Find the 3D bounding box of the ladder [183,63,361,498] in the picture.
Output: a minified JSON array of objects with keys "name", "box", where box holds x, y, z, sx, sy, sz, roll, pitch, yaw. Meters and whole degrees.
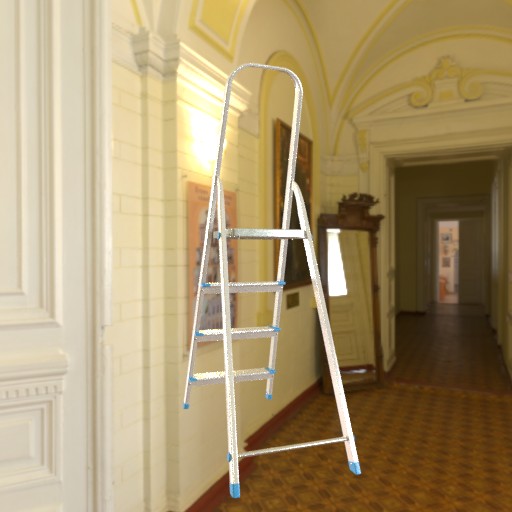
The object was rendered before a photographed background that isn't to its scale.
[{"name":"ladder","box":[0.000,0.000,1.781,0.445,1.434,0.842,0,0,-20]}]
